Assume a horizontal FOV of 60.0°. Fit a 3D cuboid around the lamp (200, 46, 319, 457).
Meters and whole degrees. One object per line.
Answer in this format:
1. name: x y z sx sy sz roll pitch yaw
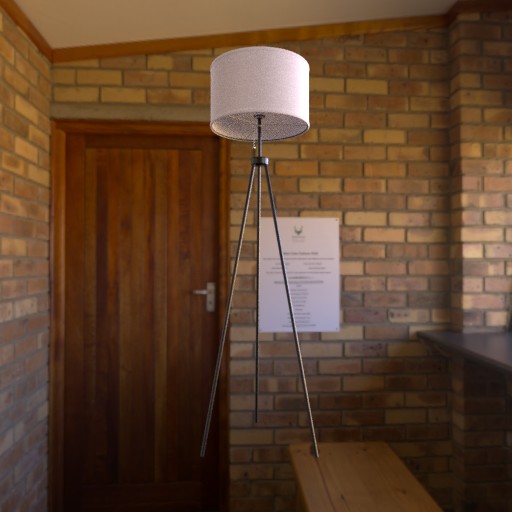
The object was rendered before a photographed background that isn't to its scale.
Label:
1. lamp: 0.000 0.000 1.809 0.458 1.545 0.448 1 -1 -36
